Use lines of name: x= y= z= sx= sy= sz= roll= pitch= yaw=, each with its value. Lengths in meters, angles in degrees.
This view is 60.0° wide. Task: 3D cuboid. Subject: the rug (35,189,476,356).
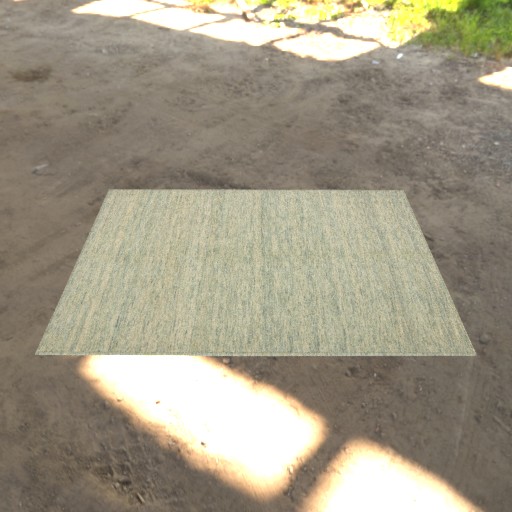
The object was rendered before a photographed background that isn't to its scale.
rug: x=0.000 y=0.000 z=2.323 sx=1.850 sy=0.015 sz=1.250 roll=0 pitch=42 yaw=0
